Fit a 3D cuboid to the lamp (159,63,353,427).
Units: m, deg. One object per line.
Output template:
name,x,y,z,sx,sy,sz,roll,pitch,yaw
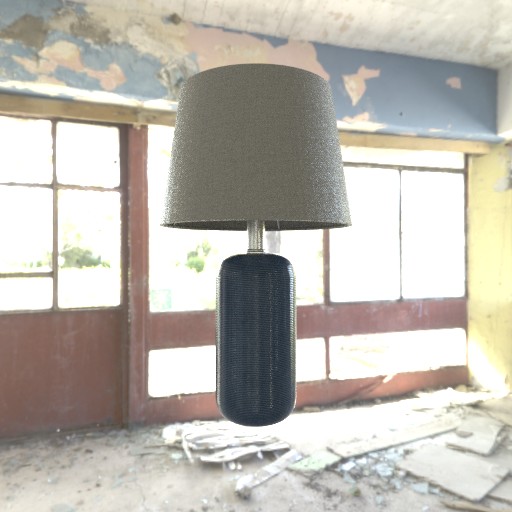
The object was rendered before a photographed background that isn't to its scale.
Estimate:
lamp,0.000,0.000,0.592,0.253,0.428,0.253,0,0,0
